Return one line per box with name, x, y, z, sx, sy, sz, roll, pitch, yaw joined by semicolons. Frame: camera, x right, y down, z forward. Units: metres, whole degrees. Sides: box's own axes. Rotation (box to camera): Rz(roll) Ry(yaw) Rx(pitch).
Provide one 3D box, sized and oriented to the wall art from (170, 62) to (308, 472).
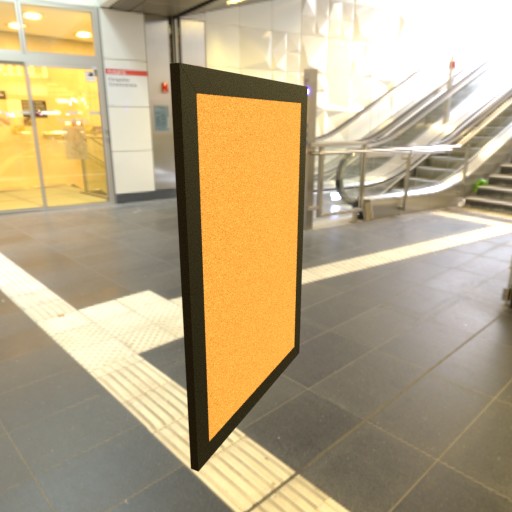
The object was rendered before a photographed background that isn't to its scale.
wall art;0.000;0.000;0.613;0.011;0.459;0.326;9;19;26
